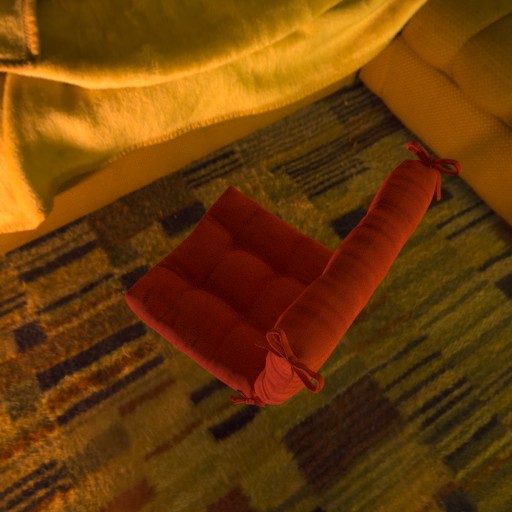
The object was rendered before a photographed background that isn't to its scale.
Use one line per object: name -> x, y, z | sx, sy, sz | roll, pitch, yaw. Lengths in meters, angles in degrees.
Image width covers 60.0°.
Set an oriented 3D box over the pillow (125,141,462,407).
pillow -> 0.000, 0.000, 1.025 | 0.571, 0.605, 0.519 | 33, 67, 16
